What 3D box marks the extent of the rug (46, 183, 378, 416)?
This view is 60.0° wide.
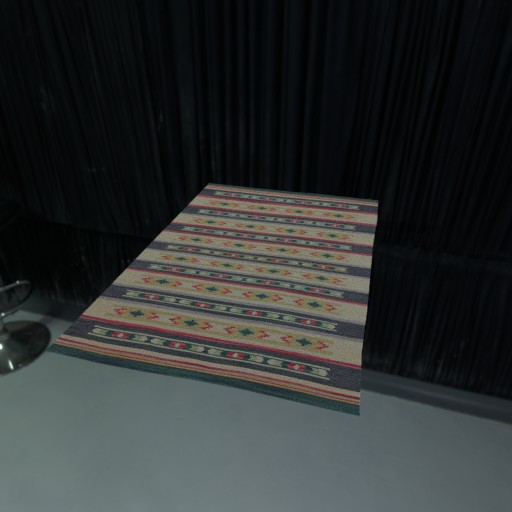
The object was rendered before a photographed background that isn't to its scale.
[{"bbox_3d":[0.000,0.000,2.962,1.522,0.010,2.311,8,32,13],"label":"rug"}]
